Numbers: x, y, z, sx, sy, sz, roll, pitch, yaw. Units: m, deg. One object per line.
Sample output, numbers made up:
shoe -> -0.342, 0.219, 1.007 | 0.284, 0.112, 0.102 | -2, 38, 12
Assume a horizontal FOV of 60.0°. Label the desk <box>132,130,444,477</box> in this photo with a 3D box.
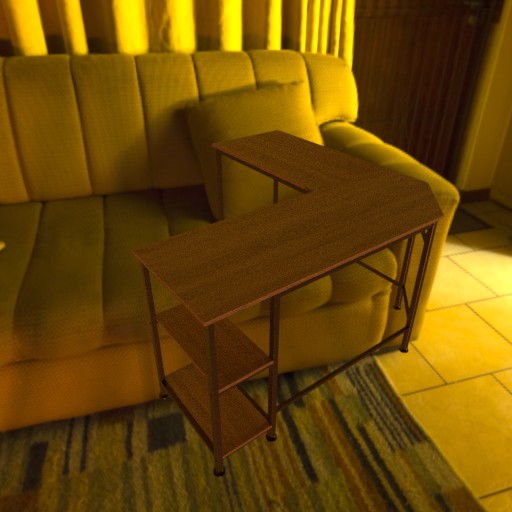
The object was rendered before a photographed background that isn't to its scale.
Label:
desk -> 0.000, 0.000, 2.239 | 1.379, 0.739, 1.379 | -21, 37, -31
